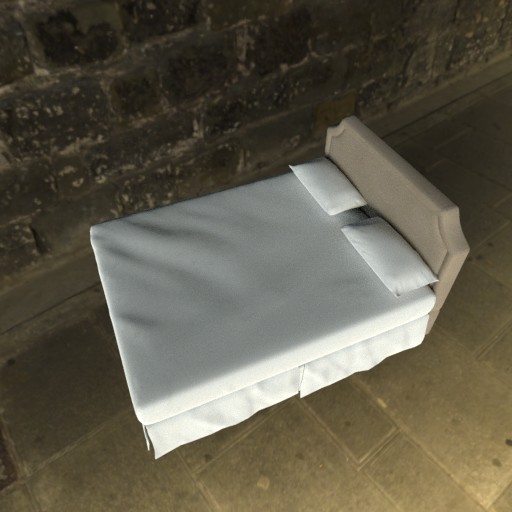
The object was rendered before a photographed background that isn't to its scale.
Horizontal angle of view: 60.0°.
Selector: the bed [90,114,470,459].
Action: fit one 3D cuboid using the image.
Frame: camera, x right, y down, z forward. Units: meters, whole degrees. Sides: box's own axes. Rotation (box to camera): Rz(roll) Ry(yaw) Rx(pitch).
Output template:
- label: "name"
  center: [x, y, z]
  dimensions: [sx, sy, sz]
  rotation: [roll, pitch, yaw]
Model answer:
- label: "bed"
  center: [0.000, 0.000, 3.618]
  dimensions: [2.498, 1.293, 1.977]
  rotation: [-17, 49, -16]
